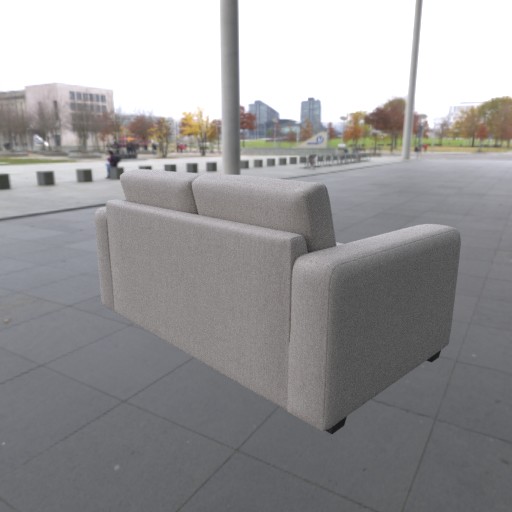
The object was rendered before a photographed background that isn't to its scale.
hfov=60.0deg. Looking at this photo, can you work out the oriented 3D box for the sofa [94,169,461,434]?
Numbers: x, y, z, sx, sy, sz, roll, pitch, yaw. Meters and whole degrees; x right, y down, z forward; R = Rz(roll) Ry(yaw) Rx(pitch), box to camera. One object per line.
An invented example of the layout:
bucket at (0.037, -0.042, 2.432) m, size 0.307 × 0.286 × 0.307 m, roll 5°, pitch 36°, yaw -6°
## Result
sofa at (0.000, 0.000, 2.081) m, size 0.900 × 0.800 × 1.540 m, roll -13°, pitch 19°, yaw -42°
